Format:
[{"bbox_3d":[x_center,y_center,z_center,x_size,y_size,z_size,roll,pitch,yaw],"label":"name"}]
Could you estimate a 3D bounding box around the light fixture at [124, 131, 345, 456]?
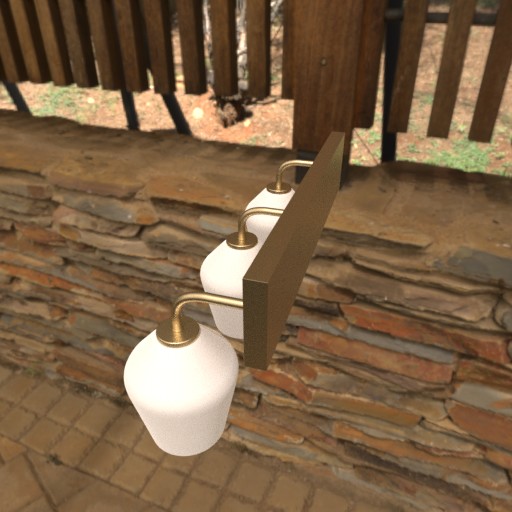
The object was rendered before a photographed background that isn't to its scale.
[{"bbox_3d":[0.000,0.000,0.724,0.190,0.280,0.609,9,32,15],"label":"light fixture"}]
